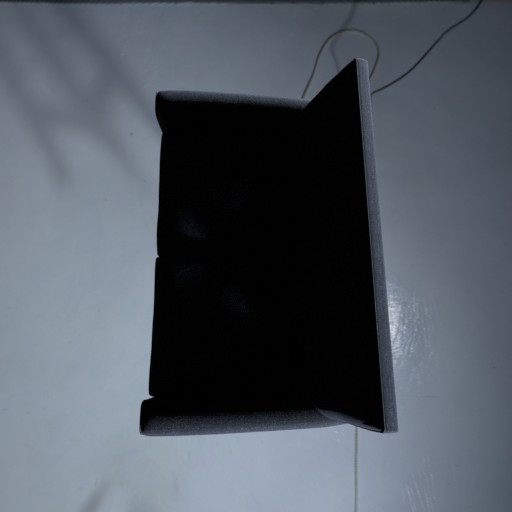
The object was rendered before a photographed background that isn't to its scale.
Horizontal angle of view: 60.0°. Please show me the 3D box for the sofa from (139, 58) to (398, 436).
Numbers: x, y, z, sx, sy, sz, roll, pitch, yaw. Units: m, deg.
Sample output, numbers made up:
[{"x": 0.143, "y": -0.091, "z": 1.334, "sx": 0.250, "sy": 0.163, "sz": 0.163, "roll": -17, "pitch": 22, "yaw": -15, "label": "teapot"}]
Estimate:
[{"x": 0.000, "y": 0.000, "z": 1.933, "sx": 0.875, "sy": 0.846, "sz": 1.420, "roll": -1, "pitch": 76, "yaw": 0, "label": "sofa"}]
